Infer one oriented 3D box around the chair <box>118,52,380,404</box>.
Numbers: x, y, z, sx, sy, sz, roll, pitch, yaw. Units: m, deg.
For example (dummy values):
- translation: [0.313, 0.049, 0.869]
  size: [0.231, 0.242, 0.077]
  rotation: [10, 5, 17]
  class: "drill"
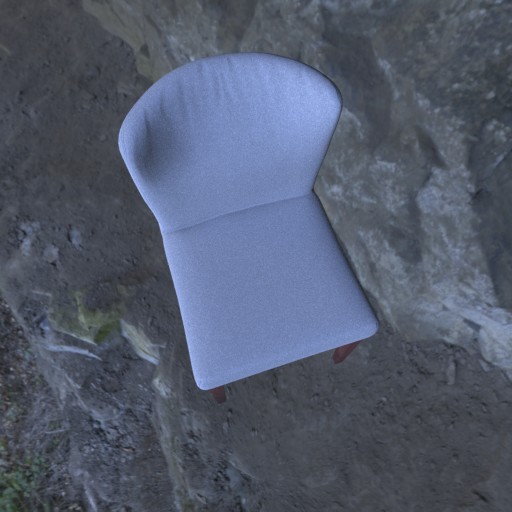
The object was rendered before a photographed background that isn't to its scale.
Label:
- translation: [0.000, 0.000, 1.200]
  size: [0.491, 0.839, 0.592]
  rotation: [-16, 65, -8]
  class: "chair"
